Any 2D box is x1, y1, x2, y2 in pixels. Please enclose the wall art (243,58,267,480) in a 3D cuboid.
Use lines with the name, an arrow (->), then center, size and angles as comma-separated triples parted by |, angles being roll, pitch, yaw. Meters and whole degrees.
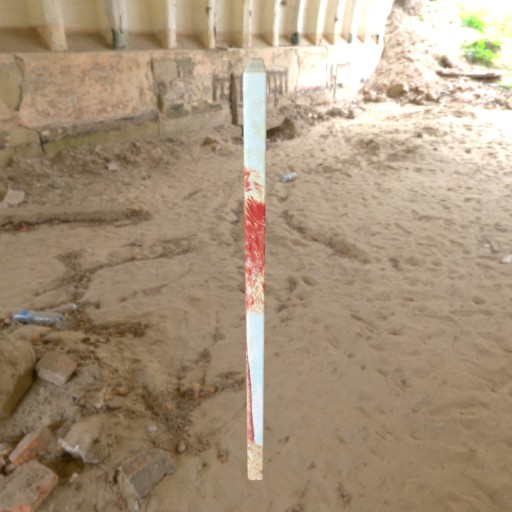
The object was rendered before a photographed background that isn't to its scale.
wall art -> 0.000, 0.000, 1.145 | 0.037, 0.915, 0.605 | 0, 26, 0
